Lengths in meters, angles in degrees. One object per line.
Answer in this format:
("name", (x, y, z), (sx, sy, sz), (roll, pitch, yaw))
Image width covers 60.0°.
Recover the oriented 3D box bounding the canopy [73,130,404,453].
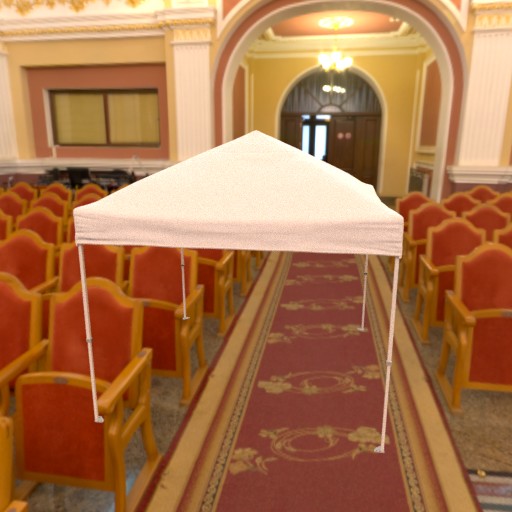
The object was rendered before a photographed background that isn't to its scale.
("canopy", (0.000, 0.000, 5.490), (2.998, 2.997, 2.996), (2, 14, 9))
